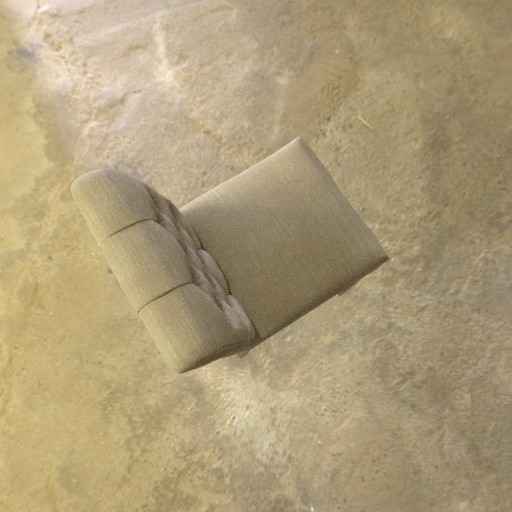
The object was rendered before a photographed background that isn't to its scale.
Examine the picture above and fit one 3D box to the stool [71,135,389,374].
[{"bbox_3d":[0.000,0.000,1.423,0.660,1.084,0.486,-31,78,-7],"label":"stool"}]
